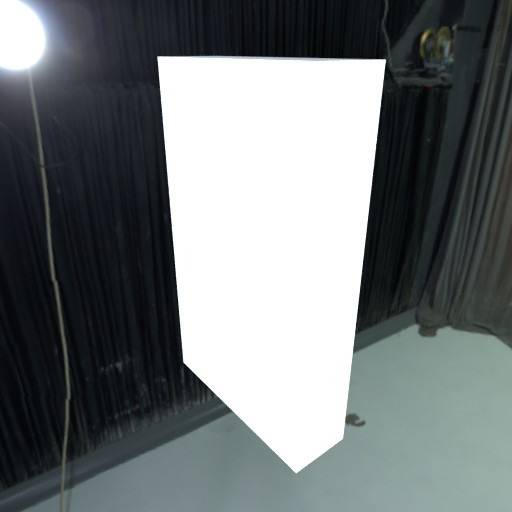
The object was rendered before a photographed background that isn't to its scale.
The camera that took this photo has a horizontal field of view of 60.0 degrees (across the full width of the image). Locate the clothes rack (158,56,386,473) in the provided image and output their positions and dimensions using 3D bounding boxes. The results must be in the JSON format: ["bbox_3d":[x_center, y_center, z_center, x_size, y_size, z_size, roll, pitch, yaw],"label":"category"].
[{"bbox_3d":[0.000,0.000,1.569,0.250,1.280,0.750,-19,31,-34],"label":"clothes rack"}]
